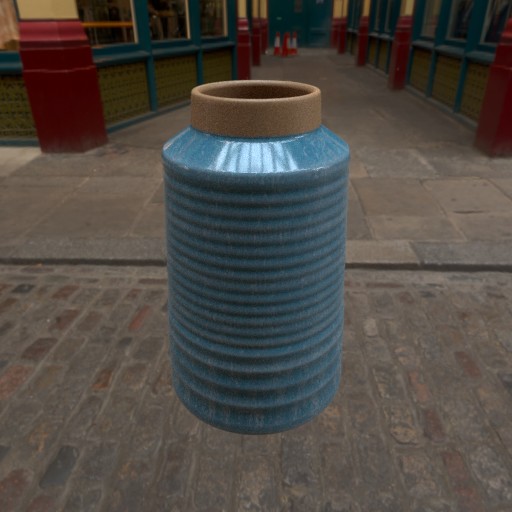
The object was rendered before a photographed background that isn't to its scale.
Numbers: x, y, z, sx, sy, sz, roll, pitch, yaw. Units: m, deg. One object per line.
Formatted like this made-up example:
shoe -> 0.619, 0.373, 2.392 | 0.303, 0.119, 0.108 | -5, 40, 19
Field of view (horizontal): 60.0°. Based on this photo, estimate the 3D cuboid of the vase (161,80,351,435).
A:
vase -> 0.000, 0.000, 0.374 | 0.163, 0.267, 0.163 | 0, 29, 0
